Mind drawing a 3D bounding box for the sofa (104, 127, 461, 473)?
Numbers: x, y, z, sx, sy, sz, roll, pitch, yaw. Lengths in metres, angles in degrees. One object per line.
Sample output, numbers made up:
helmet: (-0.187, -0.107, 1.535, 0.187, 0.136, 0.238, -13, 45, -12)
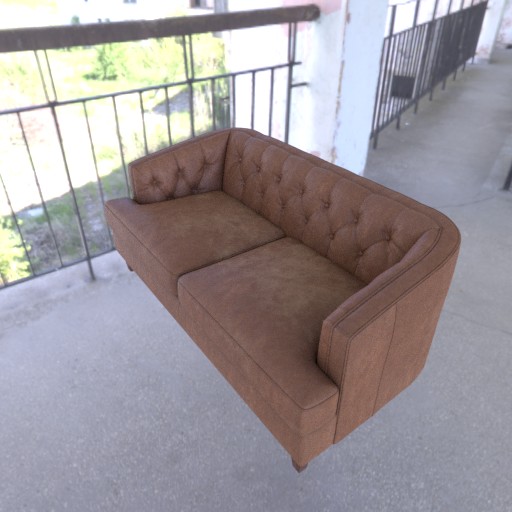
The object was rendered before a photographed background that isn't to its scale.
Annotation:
sofa: (0.000, 0.000, 2.197, 0.914, 0.786, 1.755, -22, 39, -29)
